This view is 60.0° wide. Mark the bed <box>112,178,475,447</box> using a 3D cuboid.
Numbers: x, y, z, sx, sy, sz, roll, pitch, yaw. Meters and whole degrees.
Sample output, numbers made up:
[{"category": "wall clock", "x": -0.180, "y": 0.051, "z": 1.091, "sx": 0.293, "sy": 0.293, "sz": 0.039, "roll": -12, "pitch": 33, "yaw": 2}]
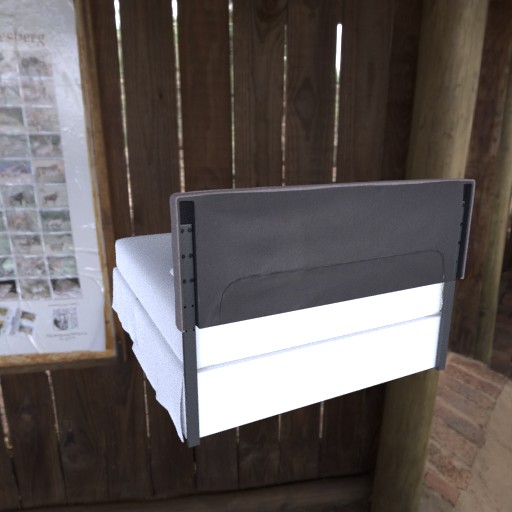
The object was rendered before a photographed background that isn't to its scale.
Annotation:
[{"category": "bed", "x": 0.000, "y": 0.000, "z": 2.873, "sx": 1.610, "sy": 1.089, "sz": 1.894, "roll": -7, "pitch": 16, "yaw": -25}]
